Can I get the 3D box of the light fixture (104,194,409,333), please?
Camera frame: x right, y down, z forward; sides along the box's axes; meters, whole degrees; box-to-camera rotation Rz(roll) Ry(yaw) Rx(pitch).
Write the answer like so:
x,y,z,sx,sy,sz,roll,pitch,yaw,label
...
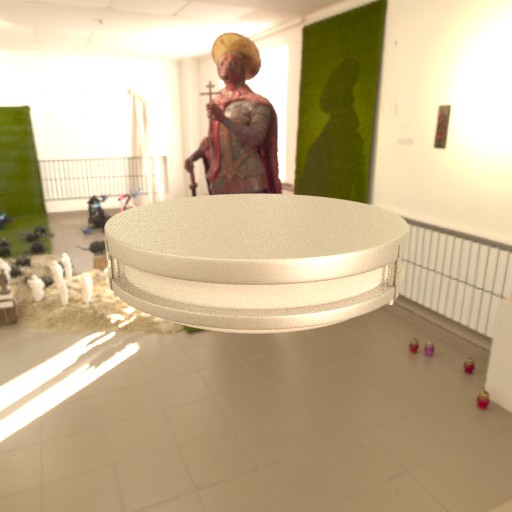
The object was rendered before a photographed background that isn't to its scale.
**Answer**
x,y,z,sx,sy,sz,roll,pitch,yaw,label
0.000,0.000,0.557,0.356,0.102,0.356,0,17,0,light fixture
